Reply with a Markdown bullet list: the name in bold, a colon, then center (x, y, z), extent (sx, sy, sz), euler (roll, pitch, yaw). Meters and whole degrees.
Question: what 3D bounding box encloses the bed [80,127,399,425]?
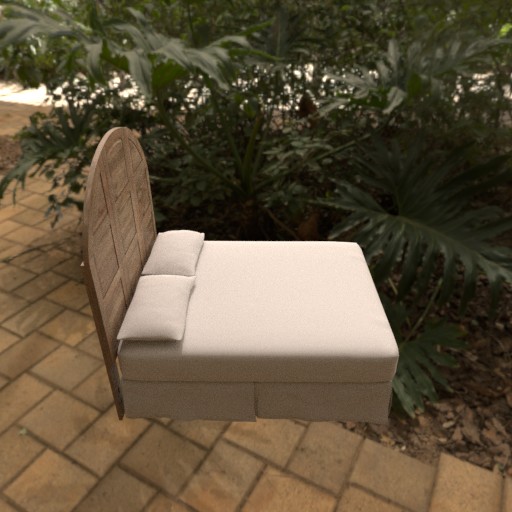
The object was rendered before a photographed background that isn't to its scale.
- **bed**: center (0.000, 0.000, 3.580), extent (2.112, 2.002, 1.713), euler (0, 32, 0)
